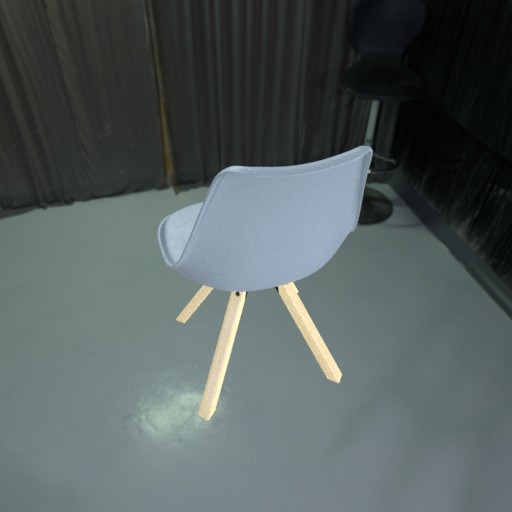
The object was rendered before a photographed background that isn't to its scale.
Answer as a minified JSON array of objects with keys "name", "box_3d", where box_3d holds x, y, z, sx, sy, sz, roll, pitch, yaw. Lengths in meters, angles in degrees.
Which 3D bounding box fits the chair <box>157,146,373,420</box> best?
[{"name":"chair","box_3d":[0.000,0.000,1.185,0.485,0.850,0.549,-12,43,-13]}]
